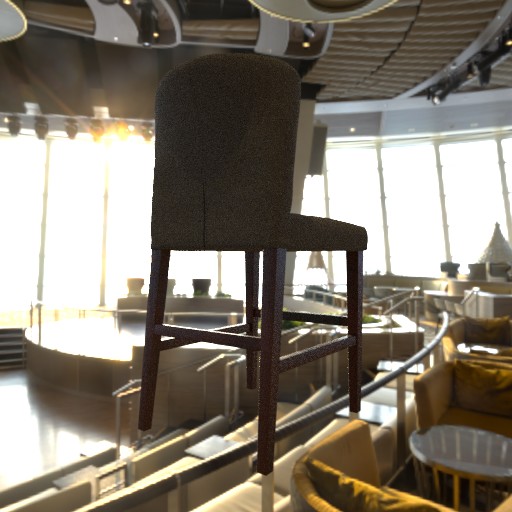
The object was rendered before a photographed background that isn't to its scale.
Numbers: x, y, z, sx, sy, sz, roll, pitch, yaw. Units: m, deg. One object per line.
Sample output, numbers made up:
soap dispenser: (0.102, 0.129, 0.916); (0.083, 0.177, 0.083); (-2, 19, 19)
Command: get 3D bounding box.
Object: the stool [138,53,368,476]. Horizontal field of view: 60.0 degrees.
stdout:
stool: (0.000, 0.000, 1.310); (0.479, 0.968, 0.568); (0, 0, 37)
